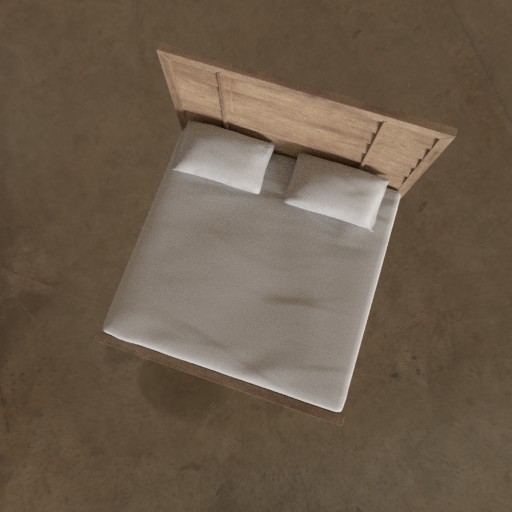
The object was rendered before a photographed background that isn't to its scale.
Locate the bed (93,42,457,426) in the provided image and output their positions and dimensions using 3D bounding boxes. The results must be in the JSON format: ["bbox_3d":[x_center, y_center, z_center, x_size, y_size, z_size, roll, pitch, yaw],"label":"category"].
[{"bbox_3d":[0.000,0.000,3.458,2.032,1.626,2.032,18,77,4],"label":"bed"}]
